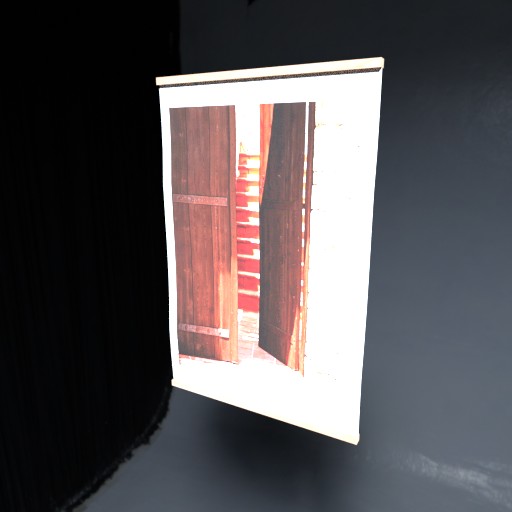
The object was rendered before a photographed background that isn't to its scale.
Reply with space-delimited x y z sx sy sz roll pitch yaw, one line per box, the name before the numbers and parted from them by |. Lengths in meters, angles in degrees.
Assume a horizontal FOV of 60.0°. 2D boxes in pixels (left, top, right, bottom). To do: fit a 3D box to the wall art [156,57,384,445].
wall art | 0.000 0.000 0.648 0.332 0.508 0.012 8 16 28
